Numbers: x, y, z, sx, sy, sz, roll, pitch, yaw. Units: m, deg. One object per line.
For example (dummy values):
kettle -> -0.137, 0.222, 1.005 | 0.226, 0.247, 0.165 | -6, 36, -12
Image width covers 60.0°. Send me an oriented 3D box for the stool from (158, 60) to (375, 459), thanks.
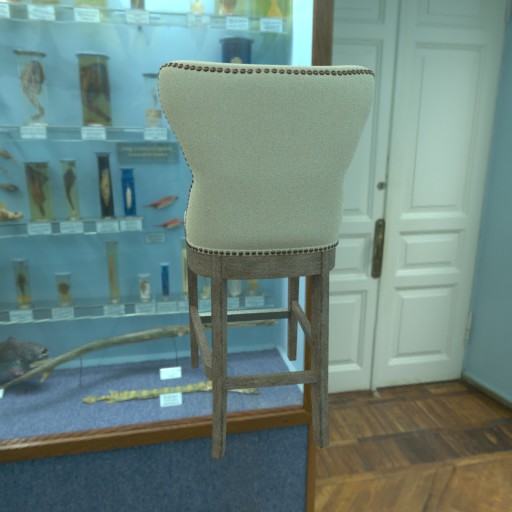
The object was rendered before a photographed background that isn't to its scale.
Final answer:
stool -> 0.000, 0.000, 1.300 | 0.498, 0.981, 0.608 | -2, 14, -9
